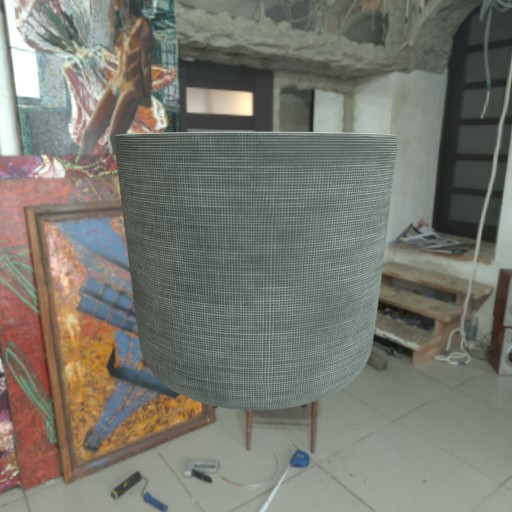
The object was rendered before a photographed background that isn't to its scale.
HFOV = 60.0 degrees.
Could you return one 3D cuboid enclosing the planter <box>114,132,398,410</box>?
[{"bbox_3d":[0.000,0.000,0.766,0.440,0.398,0.440,0,14,0],"label":"planter"}]
